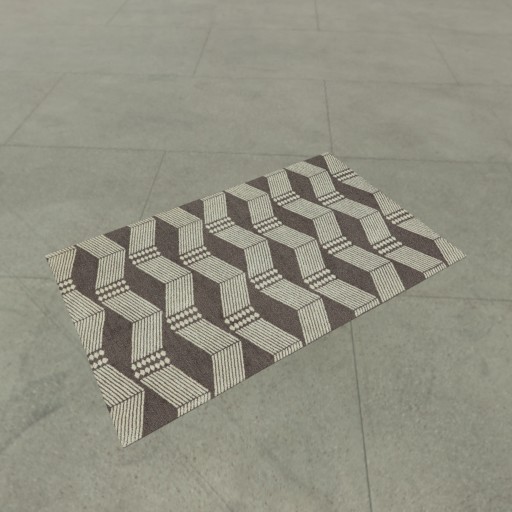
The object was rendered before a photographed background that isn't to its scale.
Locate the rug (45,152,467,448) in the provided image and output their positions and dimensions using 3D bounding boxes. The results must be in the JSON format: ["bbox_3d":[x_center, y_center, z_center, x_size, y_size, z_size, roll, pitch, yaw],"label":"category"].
[{"bbox_3d":[0.000,0.000,3.011,2.435,0.011,1.517,-24,50,-22],"label":"rug"}]
